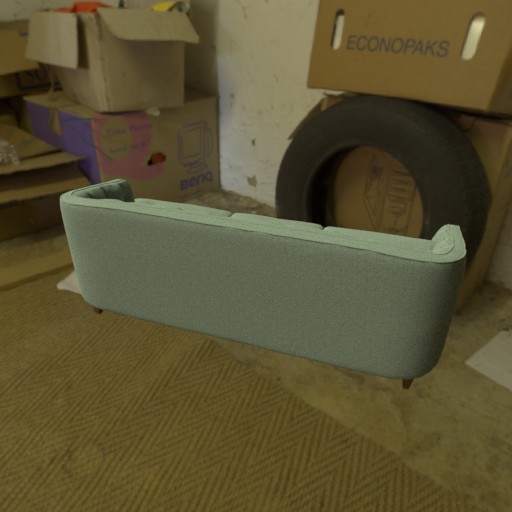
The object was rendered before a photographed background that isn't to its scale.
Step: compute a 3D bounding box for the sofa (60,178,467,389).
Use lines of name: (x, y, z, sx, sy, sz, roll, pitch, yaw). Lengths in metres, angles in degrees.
sofa: (0.000, 0.000, 2.717, 2.278, 0.855, 0.941, 10, 32, 17)
